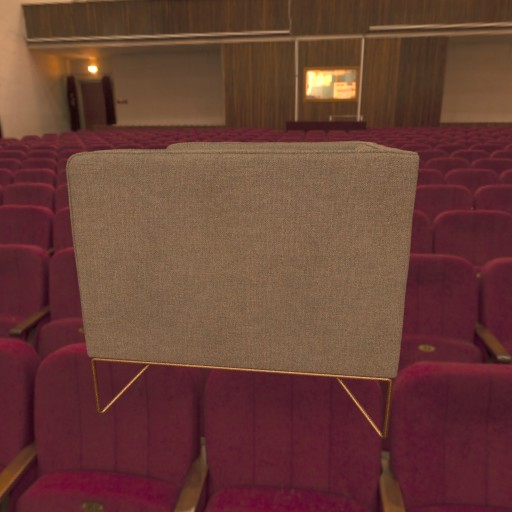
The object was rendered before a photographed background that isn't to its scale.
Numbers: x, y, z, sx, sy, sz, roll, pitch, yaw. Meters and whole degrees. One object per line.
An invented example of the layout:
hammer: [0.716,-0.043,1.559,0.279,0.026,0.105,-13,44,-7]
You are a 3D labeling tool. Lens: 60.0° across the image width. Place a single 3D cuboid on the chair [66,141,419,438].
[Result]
chair: [0.000,0.000,1.623,0.912,0.799,0.920,2,16,7]
